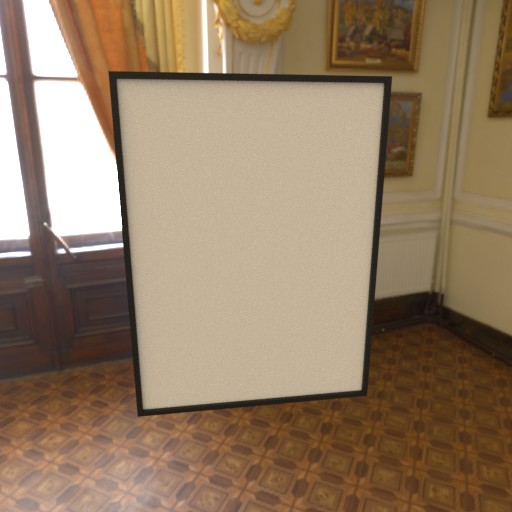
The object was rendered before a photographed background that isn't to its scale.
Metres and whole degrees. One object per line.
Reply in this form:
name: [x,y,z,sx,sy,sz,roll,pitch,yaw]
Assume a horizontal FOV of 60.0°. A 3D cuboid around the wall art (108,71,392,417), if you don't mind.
wall art: [0.000,0.000,1.404,0.802,1.070,0.036,-2,16,-8]
